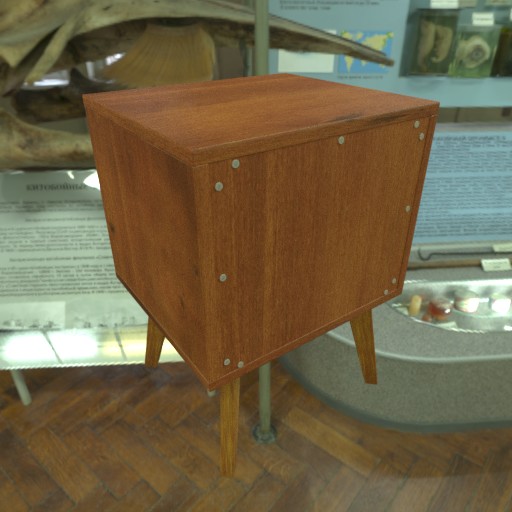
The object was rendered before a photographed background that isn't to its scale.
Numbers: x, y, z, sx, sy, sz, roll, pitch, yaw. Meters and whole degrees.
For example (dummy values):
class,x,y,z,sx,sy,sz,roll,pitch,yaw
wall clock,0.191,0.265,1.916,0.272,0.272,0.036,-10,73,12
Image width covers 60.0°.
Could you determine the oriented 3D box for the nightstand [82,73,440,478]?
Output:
class,x,y,z,sx,sy,sz,roll,pitch,yaw
nightstand,0.000,0.000,0.906,0.460,0.618,0.411,-20,35,-30
